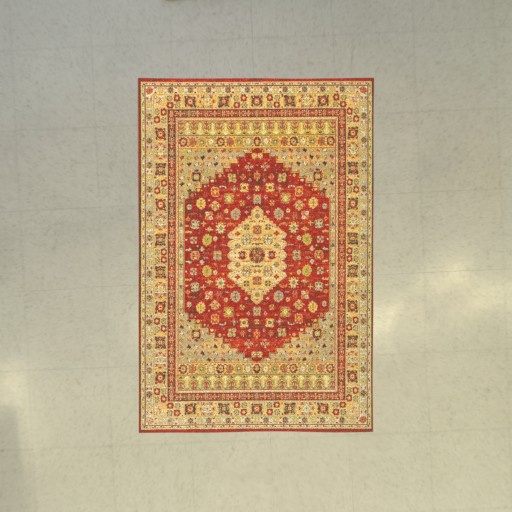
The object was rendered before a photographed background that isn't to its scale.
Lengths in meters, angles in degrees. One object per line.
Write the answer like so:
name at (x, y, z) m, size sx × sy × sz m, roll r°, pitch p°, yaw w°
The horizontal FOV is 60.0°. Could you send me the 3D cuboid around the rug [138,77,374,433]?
rug at (0.000, 0.000, 2.250) m, size 1.194 × 0.013 × 1.802 m, roll 0°, pitch 91°, yaw 0°
